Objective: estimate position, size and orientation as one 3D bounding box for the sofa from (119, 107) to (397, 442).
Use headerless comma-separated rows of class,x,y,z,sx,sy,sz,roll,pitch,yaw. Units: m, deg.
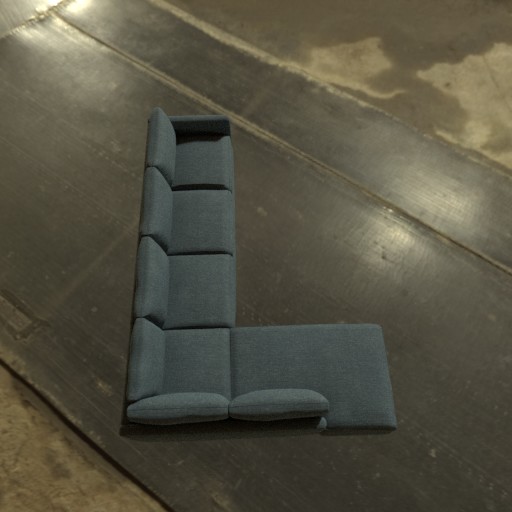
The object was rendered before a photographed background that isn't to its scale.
sofa,0.000,0.000,3.873,2.007,0.815,2.949,-2,64,-1
